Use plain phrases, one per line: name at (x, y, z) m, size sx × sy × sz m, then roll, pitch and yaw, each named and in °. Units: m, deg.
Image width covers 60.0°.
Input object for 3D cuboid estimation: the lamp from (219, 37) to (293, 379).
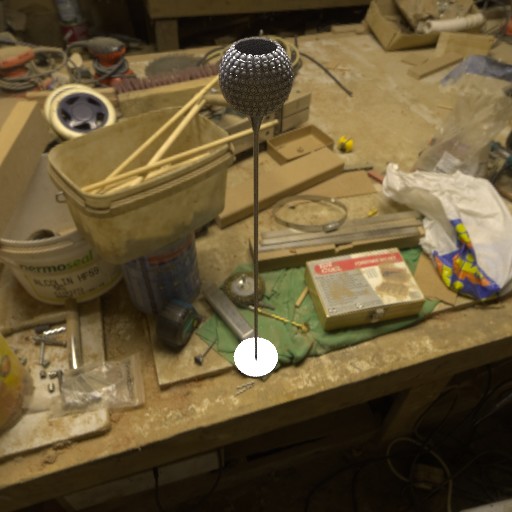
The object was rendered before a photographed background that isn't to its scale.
lamp at (0.000, 0.000, 1.951) m, size 0.254 × 1.805 × 0.254 m, roll 0°, pitch 48°, yaw 0°
